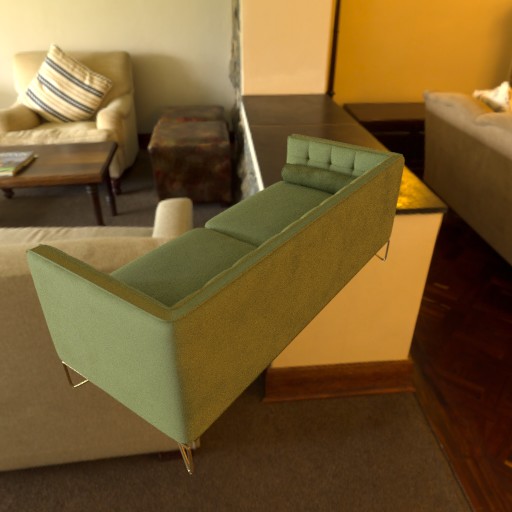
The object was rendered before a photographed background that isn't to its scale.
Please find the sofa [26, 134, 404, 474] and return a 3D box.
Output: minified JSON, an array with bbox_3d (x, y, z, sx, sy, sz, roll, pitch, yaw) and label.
[{"bbox_3d":[0.000,0.000,2.489,0.867,0.789,2.087,21,37,30],"label":"sofa"}]
